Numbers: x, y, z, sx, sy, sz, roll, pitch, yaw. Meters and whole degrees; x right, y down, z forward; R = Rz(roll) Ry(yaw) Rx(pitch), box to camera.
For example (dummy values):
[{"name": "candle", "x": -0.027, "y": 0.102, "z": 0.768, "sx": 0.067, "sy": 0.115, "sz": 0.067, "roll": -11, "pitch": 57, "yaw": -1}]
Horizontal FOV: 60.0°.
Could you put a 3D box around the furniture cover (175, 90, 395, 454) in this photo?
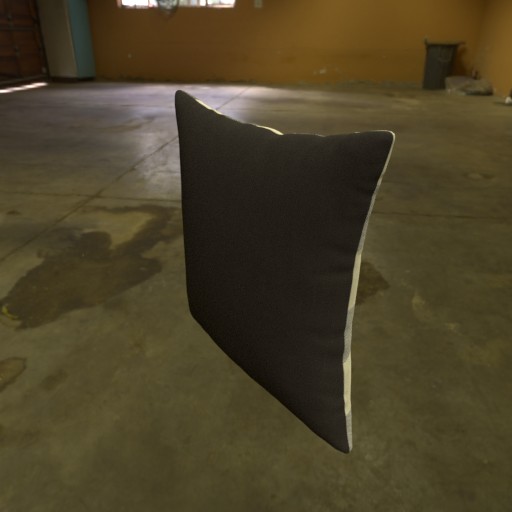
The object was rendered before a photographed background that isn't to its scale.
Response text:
[{"name": "furniture cover", "x": 0.000, "y": 0.000, "z": 0.781, "sx": 0.161, "sy": 0.509, "sz": 0.511, "roll": -18, "pitch": 32, "yaw": -32}]
